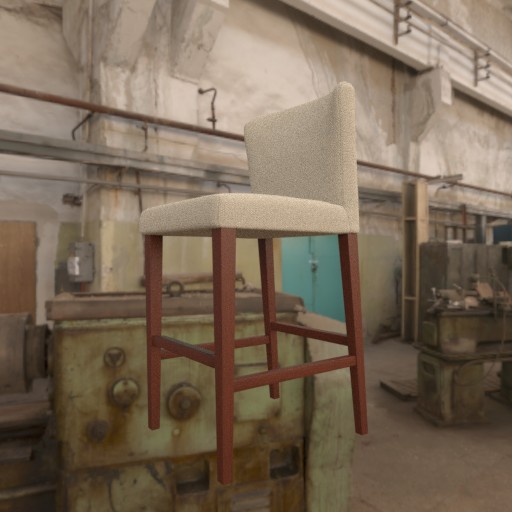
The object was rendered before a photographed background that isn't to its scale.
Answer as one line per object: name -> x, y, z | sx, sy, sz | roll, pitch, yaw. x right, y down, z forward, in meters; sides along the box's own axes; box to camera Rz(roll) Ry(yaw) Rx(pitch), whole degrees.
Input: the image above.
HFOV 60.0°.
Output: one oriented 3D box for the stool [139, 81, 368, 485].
stool -> 0.000, 0.000, 1.357 | 0.568, 1.069, 0.481 | 0, 0, -37
